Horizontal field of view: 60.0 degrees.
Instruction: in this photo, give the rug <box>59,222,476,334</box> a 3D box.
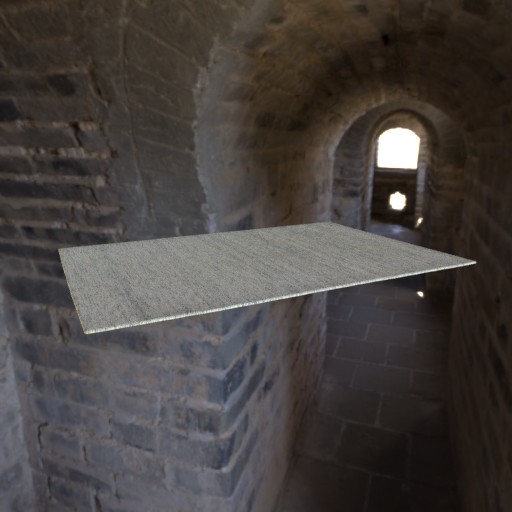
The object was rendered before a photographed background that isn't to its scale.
[{"bbox_3d":[0.000,0.000,2.860,2.263,0.017,1.523,-7,17,-26],"label":"rug"}]
